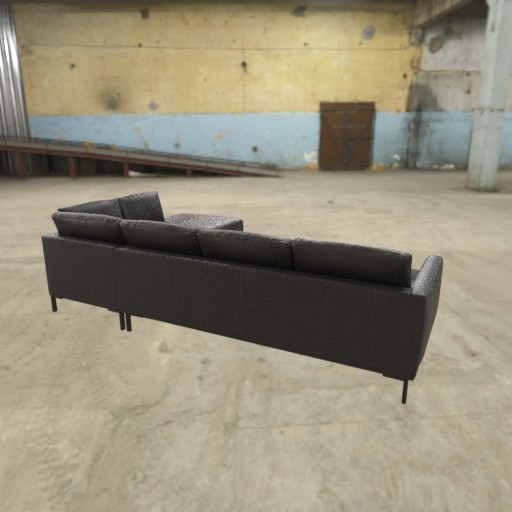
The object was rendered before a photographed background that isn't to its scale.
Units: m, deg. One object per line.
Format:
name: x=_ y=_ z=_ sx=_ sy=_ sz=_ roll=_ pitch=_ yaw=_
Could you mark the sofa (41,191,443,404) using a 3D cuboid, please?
sofa: x=0.000 y=0.000 z=3.796 sx=2.984 sy=0.877 sz=1.938 roll=8 pitch=18 yaw=26
